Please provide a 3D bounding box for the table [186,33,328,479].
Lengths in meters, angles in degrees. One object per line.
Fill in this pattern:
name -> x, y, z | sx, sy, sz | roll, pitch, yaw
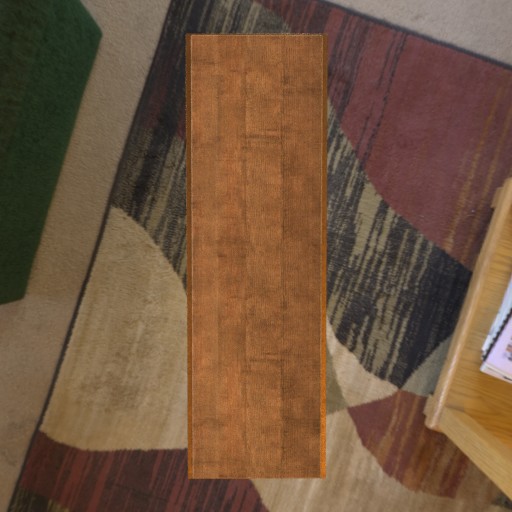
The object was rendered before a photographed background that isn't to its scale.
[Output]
table -> 0.000, 0.000, 1.765 | 0.440, 0.820, 1.400 | 0, 92, 0
